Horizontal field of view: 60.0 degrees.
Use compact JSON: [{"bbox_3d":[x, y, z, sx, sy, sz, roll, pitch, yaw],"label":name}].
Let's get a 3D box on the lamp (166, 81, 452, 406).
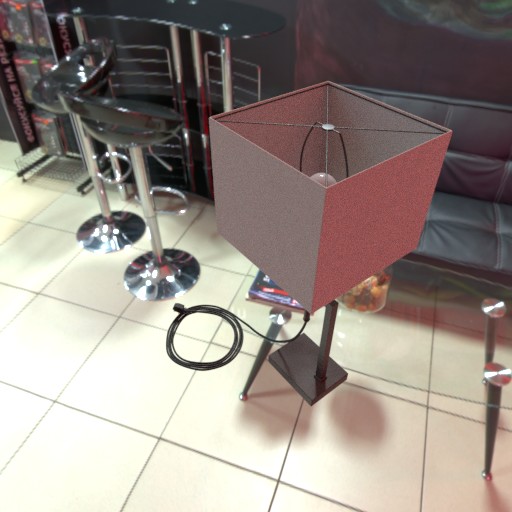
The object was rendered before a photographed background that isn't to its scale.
[{"bbox_3d":[0.000,0.000,0.976,0.399,0.660,0.504,-27,48,-27],"label":"lamp"}]
